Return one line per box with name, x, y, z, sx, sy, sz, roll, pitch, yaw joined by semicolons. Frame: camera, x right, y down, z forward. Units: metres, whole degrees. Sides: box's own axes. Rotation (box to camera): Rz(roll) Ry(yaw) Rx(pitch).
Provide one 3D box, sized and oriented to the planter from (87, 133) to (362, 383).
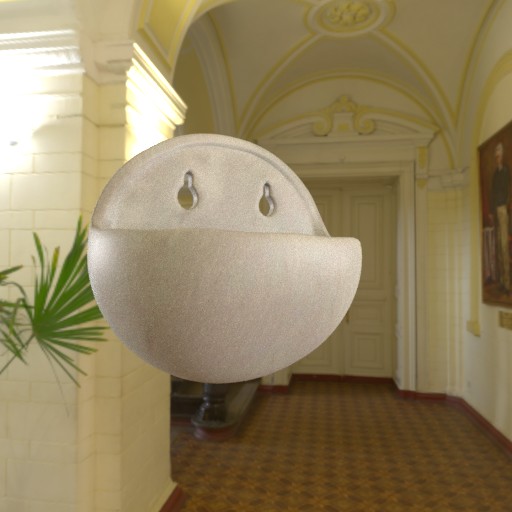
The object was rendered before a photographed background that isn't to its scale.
planter;0.000;0.000;0.275;0.190;0.164;0.073;1;-2;-37
